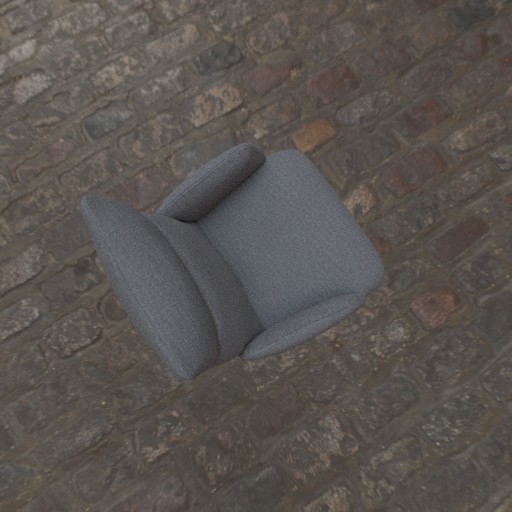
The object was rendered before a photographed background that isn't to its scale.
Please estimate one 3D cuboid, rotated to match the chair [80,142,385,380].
[{"bbox_3d":[0.000,0.000,1.574,0.831,0.984,0.702,-32,78,-8],"label":"chair"}]
